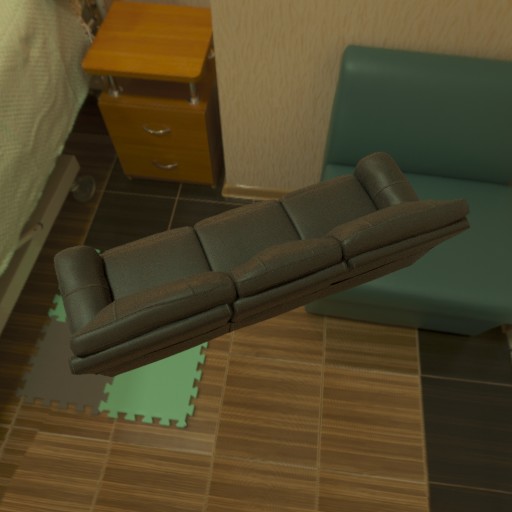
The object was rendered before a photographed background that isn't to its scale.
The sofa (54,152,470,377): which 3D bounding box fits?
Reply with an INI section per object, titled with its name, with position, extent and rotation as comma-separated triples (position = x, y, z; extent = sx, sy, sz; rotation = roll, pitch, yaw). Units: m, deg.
[sofa]
position = 0.000, 0.000, 3.159
extent = 2.627, 1.134, 1.104
rotation = -19, 60, -11
